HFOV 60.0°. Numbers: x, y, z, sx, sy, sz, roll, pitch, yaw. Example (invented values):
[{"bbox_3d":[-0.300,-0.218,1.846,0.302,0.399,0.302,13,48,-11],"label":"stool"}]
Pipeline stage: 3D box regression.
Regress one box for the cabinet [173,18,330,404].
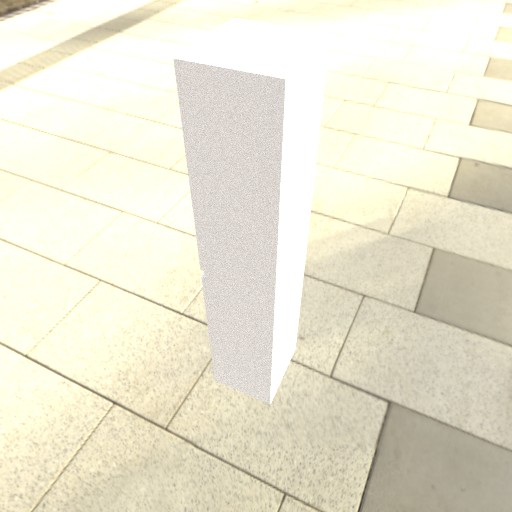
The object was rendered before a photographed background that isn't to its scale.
[{"bbox_3d":[0.000,0.000,1.533,0.269,1.400,0.300,18,48,17],"label":"cabinet"}]
